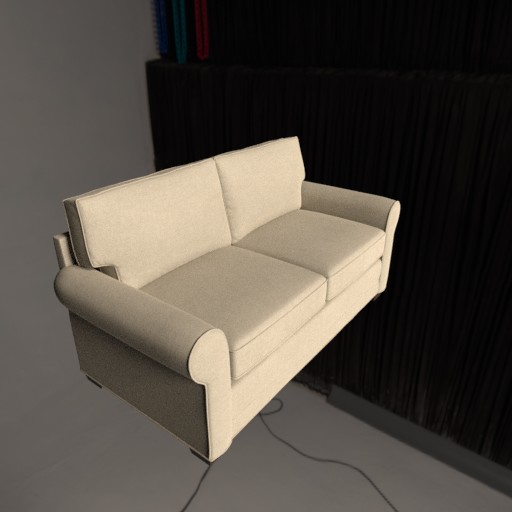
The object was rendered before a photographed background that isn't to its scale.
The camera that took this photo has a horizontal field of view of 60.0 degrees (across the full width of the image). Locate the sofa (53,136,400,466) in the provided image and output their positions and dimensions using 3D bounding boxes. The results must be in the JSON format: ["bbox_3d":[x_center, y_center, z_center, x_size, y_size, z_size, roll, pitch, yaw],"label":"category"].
[{"bbox_3d":[0.000,0.000,2.264,0.861,0.933,1.774,18,31,33],"label":"sofa"}]
